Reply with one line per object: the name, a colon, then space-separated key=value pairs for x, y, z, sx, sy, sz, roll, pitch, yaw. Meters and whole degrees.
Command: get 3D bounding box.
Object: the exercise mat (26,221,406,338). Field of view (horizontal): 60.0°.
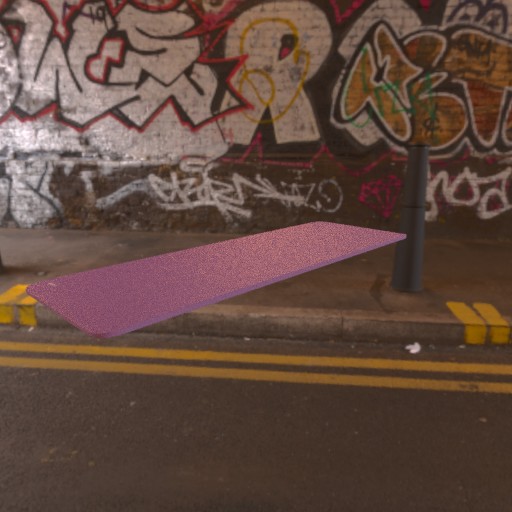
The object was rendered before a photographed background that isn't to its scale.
exercise mat: x=0.000 y=0.000 z=2.071 sx=0.616 sy=0.021 sz=1.869 roll=14 pitch=20 yaw=42
